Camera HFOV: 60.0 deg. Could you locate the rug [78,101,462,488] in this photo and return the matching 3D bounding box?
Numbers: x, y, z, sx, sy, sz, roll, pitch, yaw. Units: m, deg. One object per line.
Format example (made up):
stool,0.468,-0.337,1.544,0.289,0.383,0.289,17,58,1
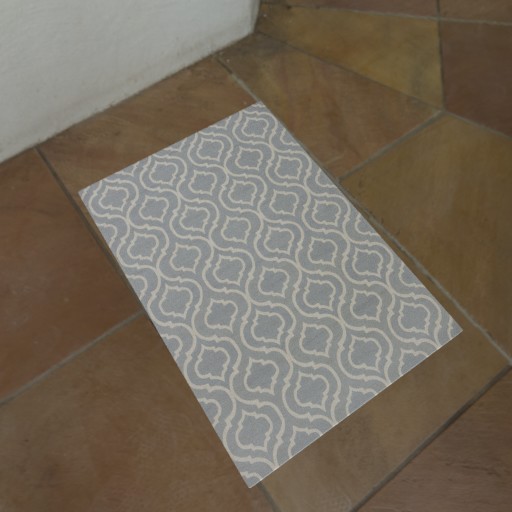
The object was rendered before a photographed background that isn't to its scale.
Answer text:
rug,0.000,0.000,2.722,1.451,0.010,2.080,-31,68,-14
